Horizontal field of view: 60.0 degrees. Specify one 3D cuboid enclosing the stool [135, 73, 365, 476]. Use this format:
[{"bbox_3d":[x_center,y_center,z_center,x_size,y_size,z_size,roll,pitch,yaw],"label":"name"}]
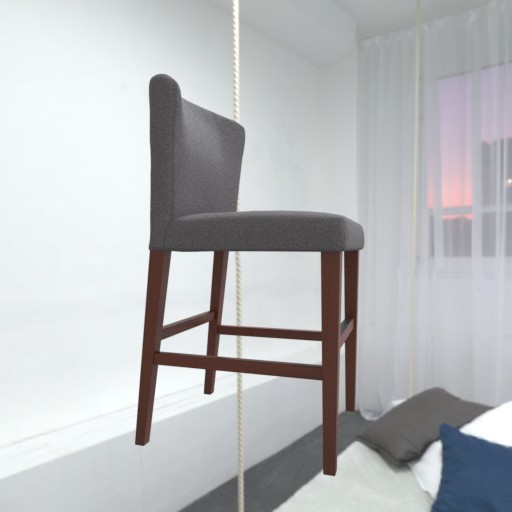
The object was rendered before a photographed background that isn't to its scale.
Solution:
[{"bbox_3d":[0.000,0.000,1.259,0.568,0.968,0.481,0,1,18],"label":"stool"}]
